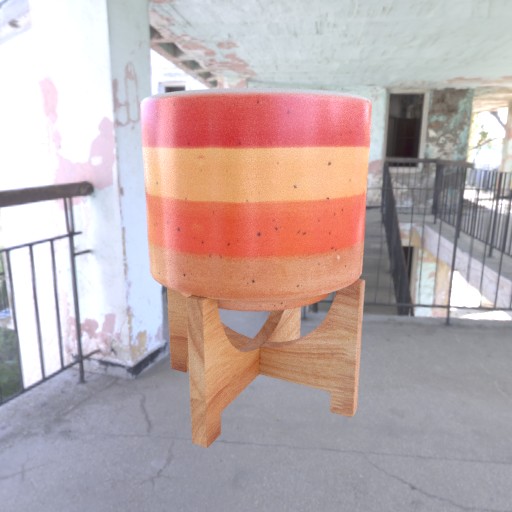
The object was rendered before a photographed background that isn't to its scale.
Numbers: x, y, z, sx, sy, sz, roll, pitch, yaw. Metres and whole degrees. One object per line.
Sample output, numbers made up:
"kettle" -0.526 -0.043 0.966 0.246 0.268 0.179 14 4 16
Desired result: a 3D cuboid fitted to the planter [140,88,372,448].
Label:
"planter" 0.000 0.000 0.407 0.199 0.268 0.199 0 14 0
